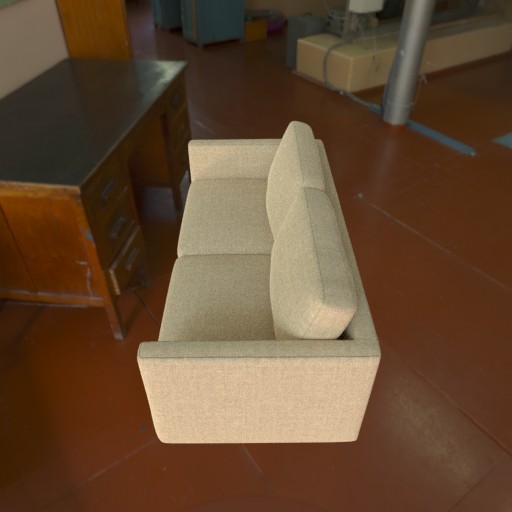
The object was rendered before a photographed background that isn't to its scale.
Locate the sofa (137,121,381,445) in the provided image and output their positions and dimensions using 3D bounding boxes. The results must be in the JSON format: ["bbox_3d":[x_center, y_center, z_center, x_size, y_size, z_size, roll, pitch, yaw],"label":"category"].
[{"bbox_3d":[0.000,0.000,2.530,0.950,0.963,1.884,0,40,0],"label":"sofa"}]
